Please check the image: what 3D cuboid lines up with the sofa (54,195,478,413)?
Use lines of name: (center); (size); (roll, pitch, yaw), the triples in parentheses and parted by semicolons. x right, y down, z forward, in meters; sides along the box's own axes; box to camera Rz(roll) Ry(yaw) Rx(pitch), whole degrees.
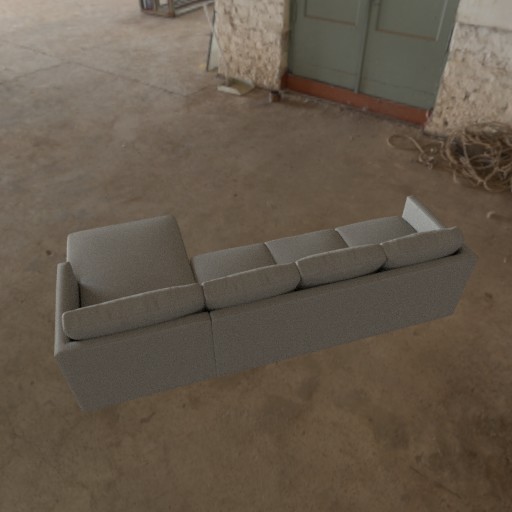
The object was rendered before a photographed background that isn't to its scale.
sofa: (0.000, 0.000, 3.863); (3.177, 0.867, 1.622); (-12, 43, -13)
